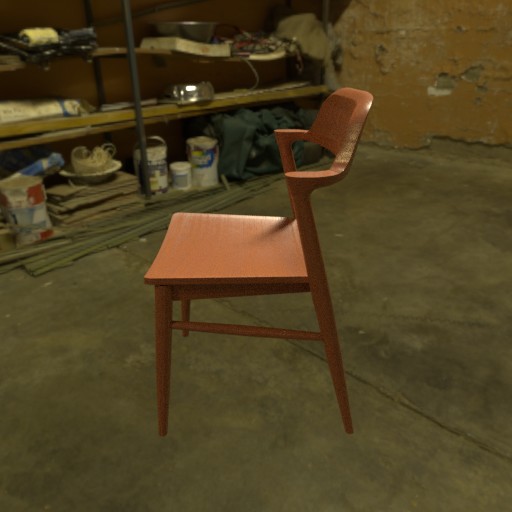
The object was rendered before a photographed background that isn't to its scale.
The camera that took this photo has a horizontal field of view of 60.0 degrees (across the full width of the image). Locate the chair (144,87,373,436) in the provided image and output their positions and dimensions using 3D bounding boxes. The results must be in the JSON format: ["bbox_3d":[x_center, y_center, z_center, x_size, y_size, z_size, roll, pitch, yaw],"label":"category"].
[{"bbox_3d":[0.000,0.000,1.150,0.499,0.801,0.496,0,26,0],"label":"chair"}]
